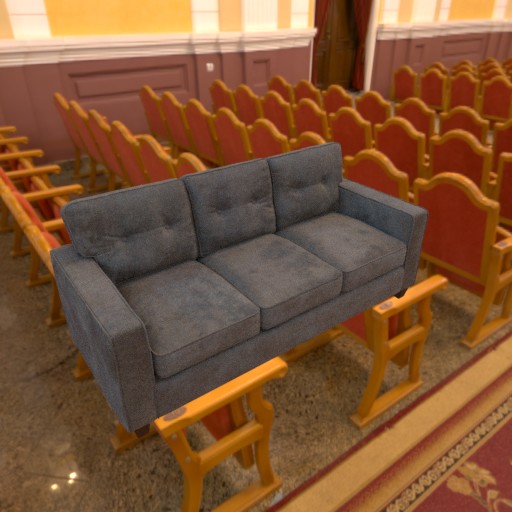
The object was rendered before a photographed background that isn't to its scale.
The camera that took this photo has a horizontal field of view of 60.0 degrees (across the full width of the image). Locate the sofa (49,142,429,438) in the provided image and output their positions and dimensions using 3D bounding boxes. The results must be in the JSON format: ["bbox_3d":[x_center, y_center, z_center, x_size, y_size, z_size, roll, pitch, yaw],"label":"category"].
[{"bbox_3d":[0.000,0.000,2.694,2.133,0.965,0.939,-20,35,-31],"label":"sofa"}]
